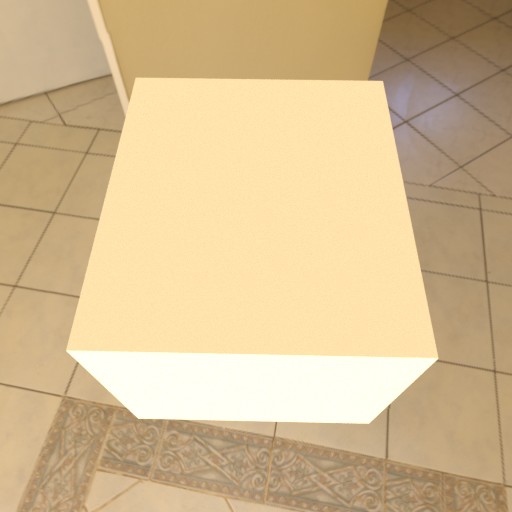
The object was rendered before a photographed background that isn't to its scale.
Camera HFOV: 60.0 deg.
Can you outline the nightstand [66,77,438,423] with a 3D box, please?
[{"bbox_3d":[0.000,0.000,0.758,0.408,0.351,0.470,1,58,1],"label":"nightstand"}]
